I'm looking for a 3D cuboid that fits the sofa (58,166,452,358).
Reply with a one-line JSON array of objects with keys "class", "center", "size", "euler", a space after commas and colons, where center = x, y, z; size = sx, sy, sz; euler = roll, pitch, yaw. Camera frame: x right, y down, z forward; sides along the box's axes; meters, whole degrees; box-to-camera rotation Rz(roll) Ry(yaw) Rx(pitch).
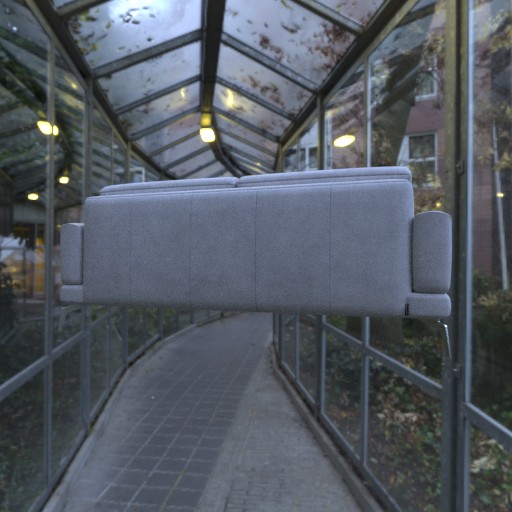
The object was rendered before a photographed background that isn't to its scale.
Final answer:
[{"class": "sofa", "center": [0.000, 0.000, 2.547], "size": [2.013, 0.830, 0.980], "euler": [0, -1, 19]}]
